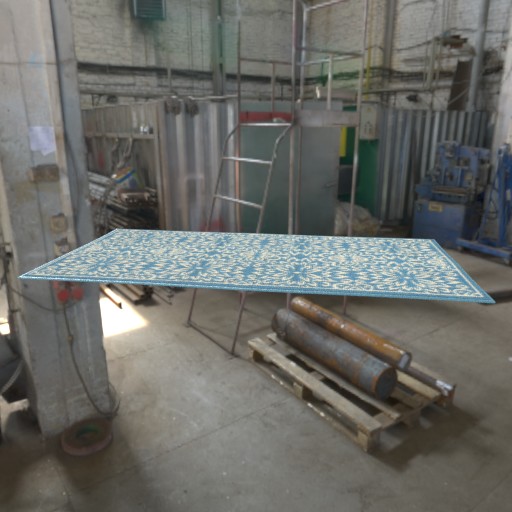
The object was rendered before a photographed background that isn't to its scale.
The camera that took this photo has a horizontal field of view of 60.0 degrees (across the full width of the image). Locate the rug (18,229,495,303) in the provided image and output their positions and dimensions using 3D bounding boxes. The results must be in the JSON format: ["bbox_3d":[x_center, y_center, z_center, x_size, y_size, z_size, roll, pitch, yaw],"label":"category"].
[{"bbox_3d":[0.000,0.000,1.404,1.219,0.007,0.604,2,16,8],"label":"rug"}]
